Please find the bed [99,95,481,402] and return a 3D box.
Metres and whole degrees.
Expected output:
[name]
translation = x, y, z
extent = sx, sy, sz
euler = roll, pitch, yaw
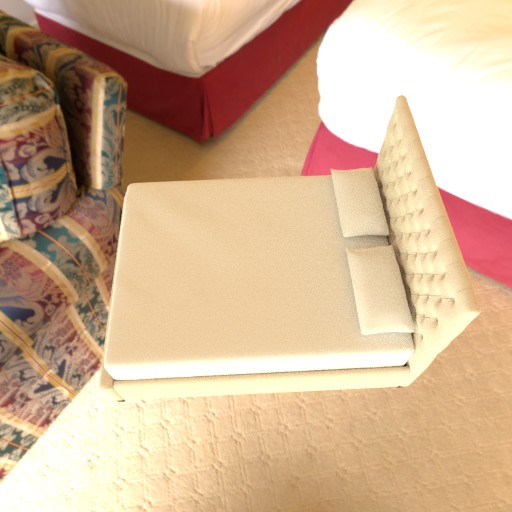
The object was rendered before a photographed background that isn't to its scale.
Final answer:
[bed]
translation = 0.000, 0.000, 3.235
extent = 2.233, 1.426, 1.696
euler = -3, 58, -2
